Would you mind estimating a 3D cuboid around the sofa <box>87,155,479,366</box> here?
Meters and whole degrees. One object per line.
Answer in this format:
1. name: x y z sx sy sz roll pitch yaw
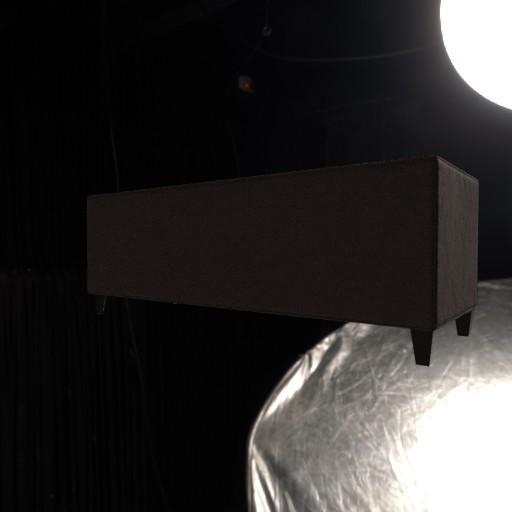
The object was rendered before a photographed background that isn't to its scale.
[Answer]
1. sofa: 0.000 0.000 2.515 2.159 0.762 0.775 1 2 37
